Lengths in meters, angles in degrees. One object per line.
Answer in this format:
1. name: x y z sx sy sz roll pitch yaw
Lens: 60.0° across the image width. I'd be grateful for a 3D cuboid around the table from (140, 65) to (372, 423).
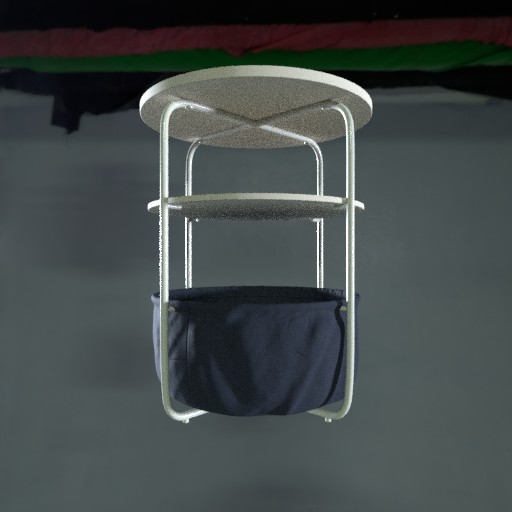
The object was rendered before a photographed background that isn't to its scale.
1. table: 0.000 0.000 0.826 0.418 0.532 0.418 0 0 -1
